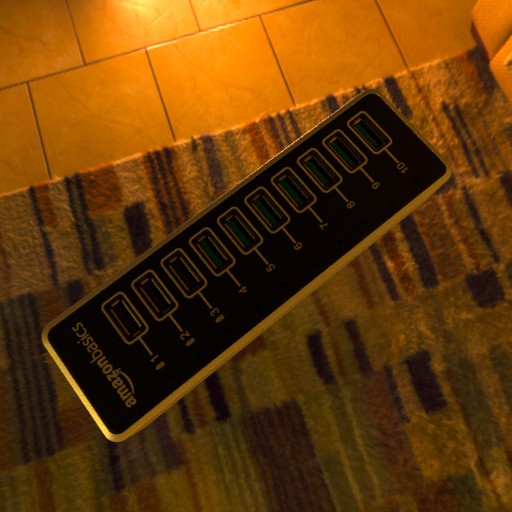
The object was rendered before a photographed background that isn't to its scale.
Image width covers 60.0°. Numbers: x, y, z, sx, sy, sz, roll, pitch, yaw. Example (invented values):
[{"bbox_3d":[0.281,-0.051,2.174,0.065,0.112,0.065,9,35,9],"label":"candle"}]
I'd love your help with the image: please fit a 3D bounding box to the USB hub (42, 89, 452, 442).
[{"bbox_3d":[0.000,0.000,0.159,0.145,0.023,0.044,-38,79,-8],"label":"USB hub"}]
